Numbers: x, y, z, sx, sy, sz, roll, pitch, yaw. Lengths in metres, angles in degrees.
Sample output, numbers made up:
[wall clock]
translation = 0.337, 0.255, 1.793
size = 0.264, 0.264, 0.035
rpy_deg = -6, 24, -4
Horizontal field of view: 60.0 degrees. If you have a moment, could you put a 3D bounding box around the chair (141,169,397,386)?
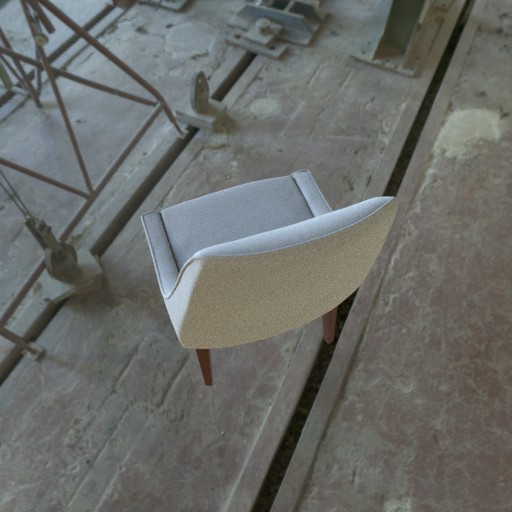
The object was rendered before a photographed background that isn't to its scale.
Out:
[chair]
translation = 0.000, 0.000, 1.188
size = 0.529, 0.861, 0.544
rpy_deg = -17, 60, -10
